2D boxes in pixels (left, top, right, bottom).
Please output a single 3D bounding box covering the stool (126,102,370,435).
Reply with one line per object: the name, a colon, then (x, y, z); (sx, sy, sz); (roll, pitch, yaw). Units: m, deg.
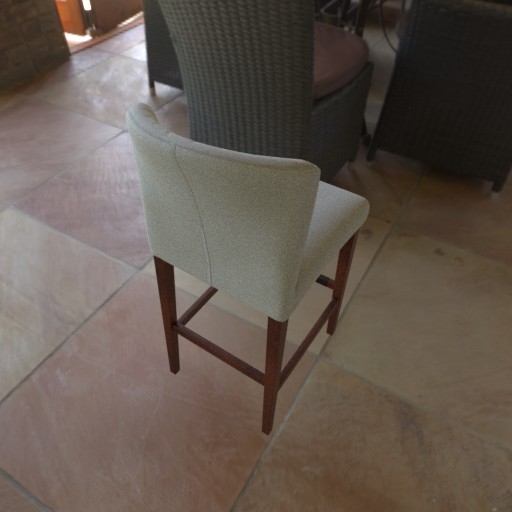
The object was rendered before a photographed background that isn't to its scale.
stool: (0.000, 0.000, 1.366); (0.479, 1.069, 0.568); (25, 51, 23)
